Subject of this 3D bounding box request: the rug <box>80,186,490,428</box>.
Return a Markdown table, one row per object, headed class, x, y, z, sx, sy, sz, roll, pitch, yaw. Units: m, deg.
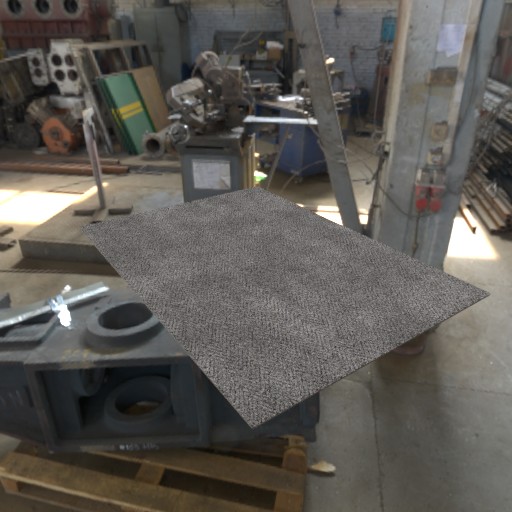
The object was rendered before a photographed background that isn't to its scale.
| class | x | y | z | sx | sy | sz | roll | pitch | yaw |
| --- | --- | --- | --- | --- | --- | --- | --- | --- | --- |
| rug | 0.000 | 0.000 | 2.848 | 1.600 | 0.008 | 2.235 | -18 | 33 | -31 |
